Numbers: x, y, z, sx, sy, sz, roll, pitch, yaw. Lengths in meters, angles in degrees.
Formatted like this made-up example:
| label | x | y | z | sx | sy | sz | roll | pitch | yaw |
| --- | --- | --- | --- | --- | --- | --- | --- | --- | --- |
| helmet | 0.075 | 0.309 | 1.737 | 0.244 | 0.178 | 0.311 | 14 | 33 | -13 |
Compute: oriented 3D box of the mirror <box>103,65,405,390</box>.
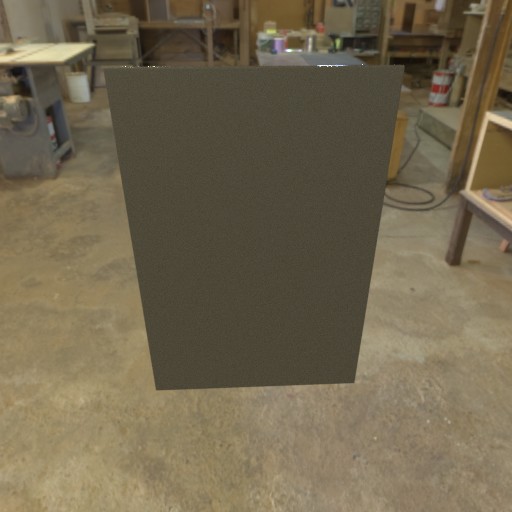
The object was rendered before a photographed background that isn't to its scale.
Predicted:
| label | x | y | z | sx | sy | sz | roll | pitch | yaw |
| --- | --- | --- | --- | --- | --- | --- | --- | --- | --- |
| mirror | 0.000 | 0.000 | 1.147 | 0.613 | 0.914 | 0.039 | -1 | 31 | -2 |
